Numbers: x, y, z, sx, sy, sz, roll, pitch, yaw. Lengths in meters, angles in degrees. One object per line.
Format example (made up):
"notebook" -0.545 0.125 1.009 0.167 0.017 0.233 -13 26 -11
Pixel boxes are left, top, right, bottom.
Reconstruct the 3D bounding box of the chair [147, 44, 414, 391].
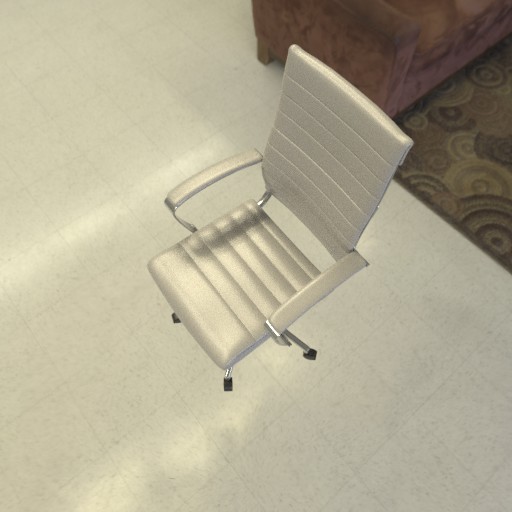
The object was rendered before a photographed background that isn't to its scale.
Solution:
"chair" 0.000 0.000 1.556 0.667 1.149 0.679 -34 68 -16
